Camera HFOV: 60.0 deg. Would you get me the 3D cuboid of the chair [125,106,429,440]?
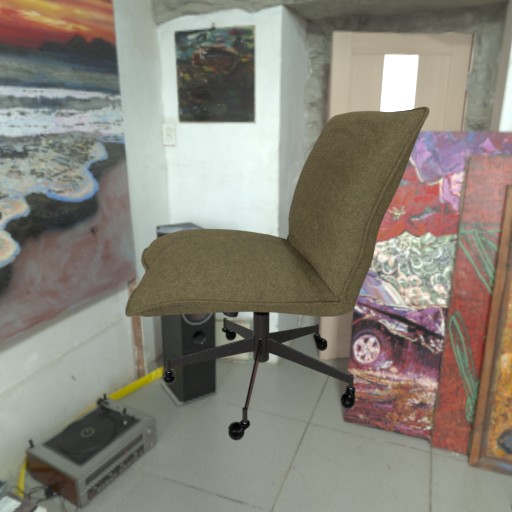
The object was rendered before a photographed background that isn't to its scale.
[{"bbox_3d":[0.000,0.000,1.294,0.696,0.811,0.597,-2,17,-8],"label":"chair"}]
